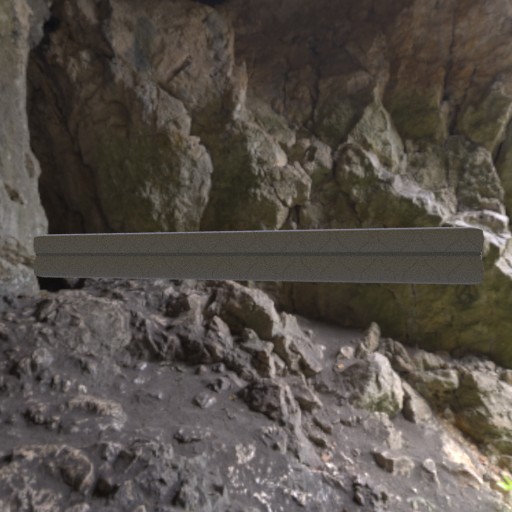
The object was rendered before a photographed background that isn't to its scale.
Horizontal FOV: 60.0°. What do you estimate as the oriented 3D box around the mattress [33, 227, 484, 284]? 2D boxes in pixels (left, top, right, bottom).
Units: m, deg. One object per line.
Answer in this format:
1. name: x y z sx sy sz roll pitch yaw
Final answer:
1. mattress: 0.000 0.000 2.206 1.900 0.200 0.900 0 0 18
